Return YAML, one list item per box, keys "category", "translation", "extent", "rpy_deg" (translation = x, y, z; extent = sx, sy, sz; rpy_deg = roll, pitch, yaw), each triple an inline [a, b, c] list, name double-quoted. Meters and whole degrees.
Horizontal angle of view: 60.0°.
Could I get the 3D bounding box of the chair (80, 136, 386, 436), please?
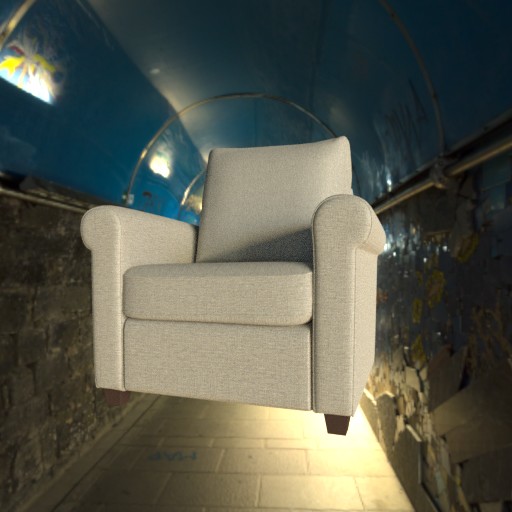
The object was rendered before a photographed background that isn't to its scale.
- category: "chair"
  translation: [0.000, 0.000, 2.314]
  extent: [1.275, 1.349, 1.180]
  rpy_deg: [0, 0, 19]
